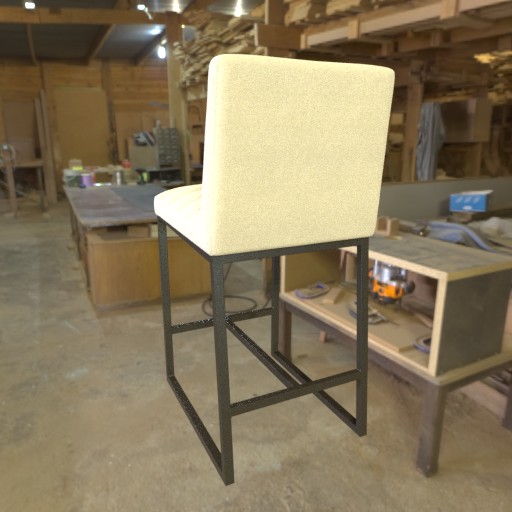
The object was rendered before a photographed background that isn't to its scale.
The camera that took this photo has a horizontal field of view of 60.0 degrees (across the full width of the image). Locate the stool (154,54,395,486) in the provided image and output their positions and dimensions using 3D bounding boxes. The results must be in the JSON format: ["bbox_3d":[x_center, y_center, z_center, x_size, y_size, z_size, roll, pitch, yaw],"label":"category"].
[{"bbox_3d":[0.000,0.000,1.274,0.459,0.971,0.567,-7,17,-25],"label":"stool"}]
